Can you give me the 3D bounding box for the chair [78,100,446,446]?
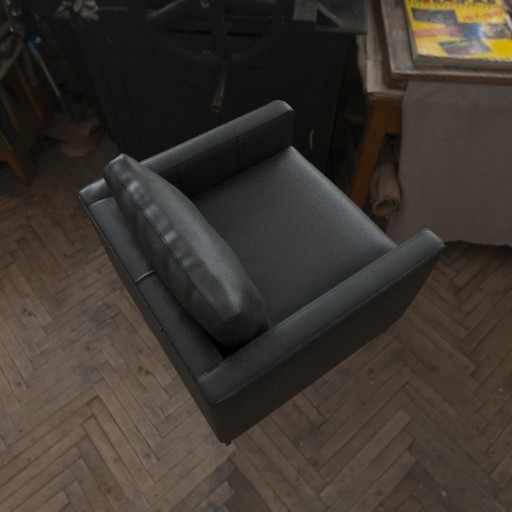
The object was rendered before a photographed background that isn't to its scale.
[{"bbox_3d":[0.000,0.000,1.551,0.861,0.824,0.967,-30,62,-18],"label":"chair"}]
